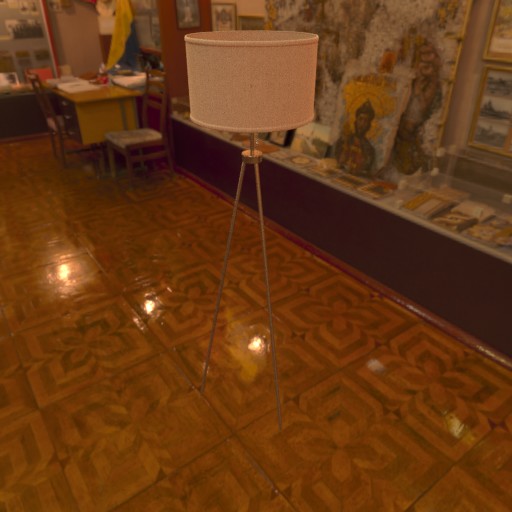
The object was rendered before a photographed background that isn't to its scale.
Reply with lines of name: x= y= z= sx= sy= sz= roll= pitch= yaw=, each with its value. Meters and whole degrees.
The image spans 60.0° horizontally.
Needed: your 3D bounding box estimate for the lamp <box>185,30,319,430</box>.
lamp: x=0.000 y=0.000 z=1.732 sx=0.449 sy=1.545 sz=0.460 roll=-19 pitch=35 yaw=-29
